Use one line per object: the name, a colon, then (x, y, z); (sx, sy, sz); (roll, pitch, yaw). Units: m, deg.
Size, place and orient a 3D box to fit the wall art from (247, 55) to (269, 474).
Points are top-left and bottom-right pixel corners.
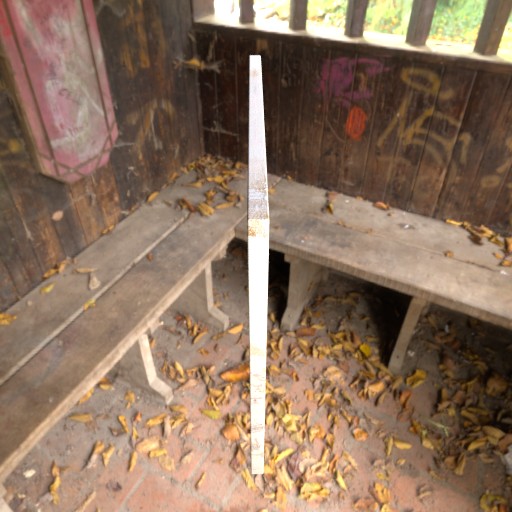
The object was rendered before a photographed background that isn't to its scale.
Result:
wall art: (0.000, 0.000, 1.517); (0.040, 1.018, 1.015); (0, 40, 0)
